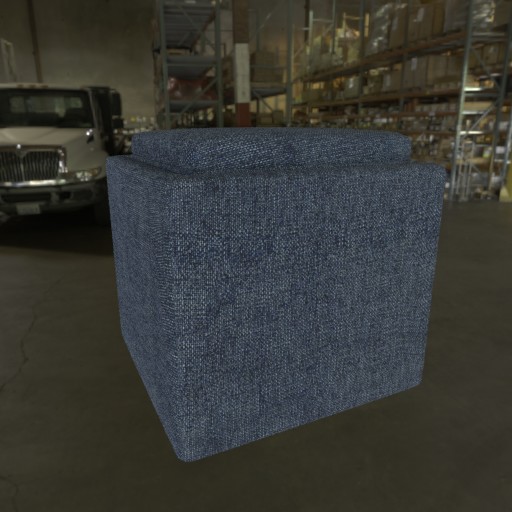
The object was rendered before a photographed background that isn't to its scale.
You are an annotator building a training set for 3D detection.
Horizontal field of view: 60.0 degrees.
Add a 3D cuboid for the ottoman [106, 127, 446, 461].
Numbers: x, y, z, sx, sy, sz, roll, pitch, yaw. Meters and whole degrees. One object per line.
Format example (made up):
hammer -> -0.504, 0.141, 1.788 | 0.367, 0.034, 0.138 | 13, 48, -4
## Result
ottoman -> 0.000, 0.000, 0.825 | 0.450, 0.460, 0.450 | -8, 18, -25
